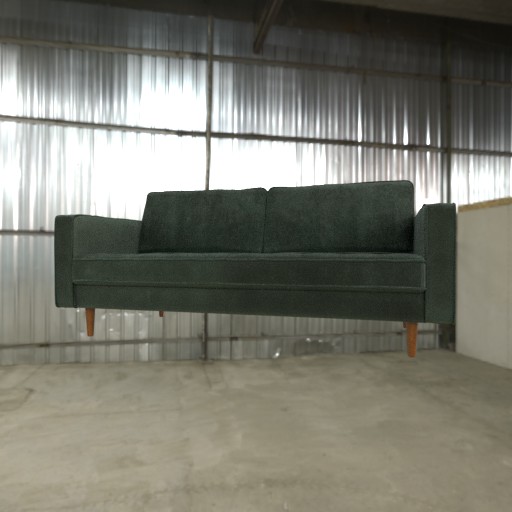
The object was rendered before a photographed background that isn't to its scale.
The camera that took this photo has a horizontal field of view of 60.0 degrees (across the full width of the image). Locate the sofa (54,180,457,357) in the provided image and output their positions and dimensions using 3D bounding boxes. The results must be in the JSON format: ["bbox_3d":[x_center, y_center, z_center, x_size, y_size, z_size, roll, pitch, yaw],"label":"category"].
[{"bbox_3d":[0.000,0.000,2.272,1.816,0.781,0.886,0,0,17],"label":"sofa"}]
